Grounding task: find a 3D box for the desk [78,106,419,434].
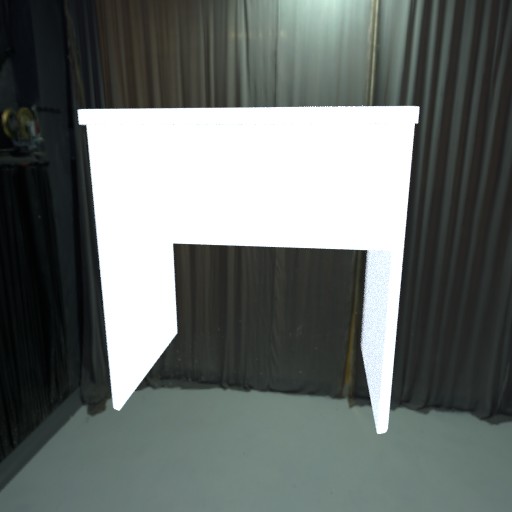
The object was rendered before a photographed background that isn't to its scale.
[{"bbox_3d":[0.000,0.000,1.311,0.762,0.800,0.549,2,15,8],"label":"desk"}]
